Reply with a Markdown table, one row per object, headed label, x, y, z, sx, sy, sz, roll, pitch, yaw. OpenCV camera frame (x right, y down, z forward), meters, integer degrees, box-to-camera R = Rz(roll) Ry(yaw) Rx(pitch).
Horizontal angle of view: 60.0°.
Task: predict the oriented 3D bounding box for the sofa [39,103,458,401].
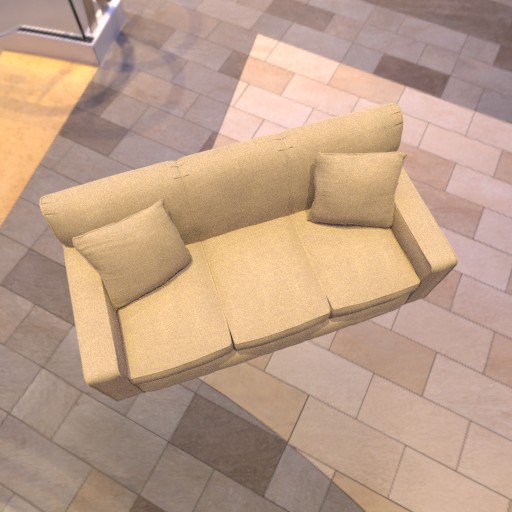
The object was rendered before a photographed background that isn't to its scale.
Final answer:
| label | x | y | z | sx | sy | sz | roll | pitch | yaw |
| --- | --- | --- | --- | --- | --- | --- | --- | --- | --- |
| sofa | 0.000 | 0.000 | 2.567 | 2.024 | 0.958 | 0.997 | -17 | 65 | -8 |
